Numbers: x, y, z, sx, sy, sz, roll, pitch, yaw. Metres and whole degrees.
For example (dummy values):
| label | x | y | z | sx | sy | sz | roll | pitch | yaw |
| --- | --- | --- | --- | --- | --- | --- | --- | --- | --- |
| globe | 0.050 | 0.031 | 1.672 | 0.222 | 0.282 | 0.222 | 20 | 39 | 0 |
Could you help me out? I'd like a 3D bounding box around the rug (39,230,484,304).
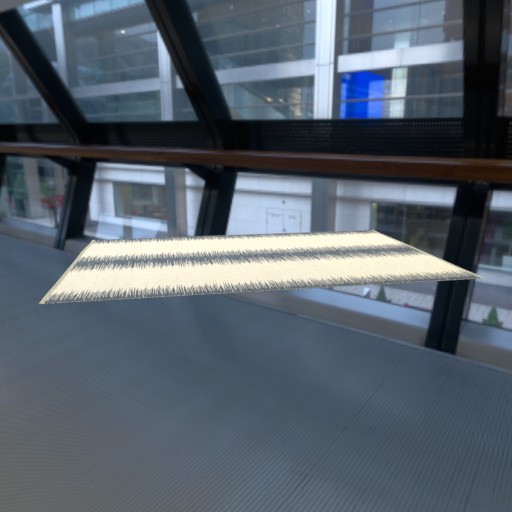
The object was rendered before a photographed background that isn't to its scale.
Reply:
| label | x | y | z | sx | sy | sz | roll | pitch | yaw |
| --- | --- | --- | --- | --- | --- | --- | --- | --- | --- |
| rug | 0.000 | 0.000 | 3.105 | 2.453 | 0.003 | 1.519 | -3 | 14 | -10 |
